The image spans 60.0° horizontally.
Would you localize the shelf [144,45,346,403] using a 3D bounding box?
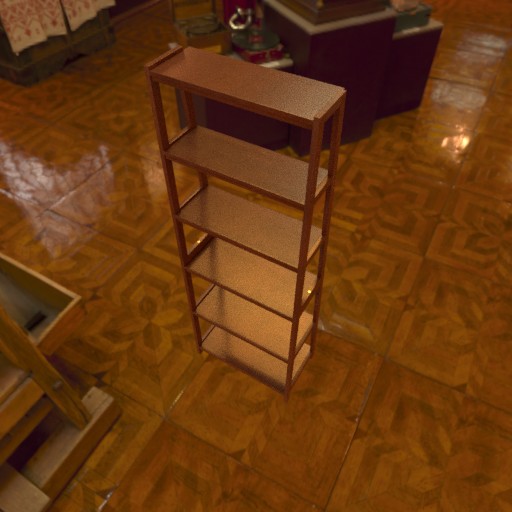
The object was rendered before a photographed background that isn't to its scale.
[{"bbox_3d":[0.000,0.000,2.188,0.660,1.892,0.382,24,52,20],"label":"shelf"}]
